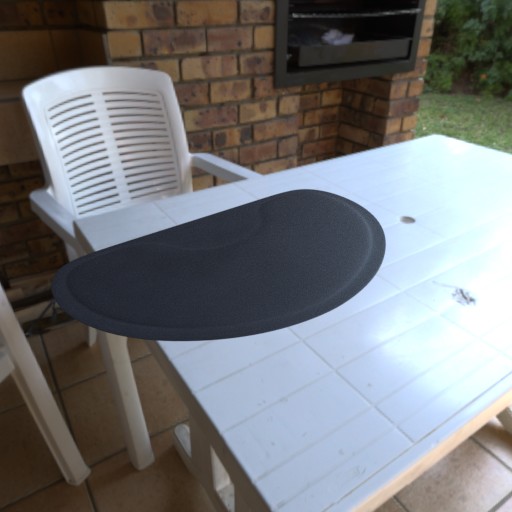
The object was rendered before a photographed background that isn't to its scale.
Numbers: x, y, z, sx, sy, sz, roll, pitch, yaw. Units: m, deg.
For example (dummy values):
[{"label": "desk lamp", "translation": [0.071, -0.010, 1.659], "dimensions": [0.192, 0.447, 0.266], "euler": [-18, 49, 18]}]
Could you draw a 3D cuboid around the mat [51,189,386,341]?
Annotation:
[{"label": "mat", "translation": [0.000, 0.000, 1.866], "dimensions": [1.524, 0.013, 0.913], "euler": [-22, 37, -32]}]
